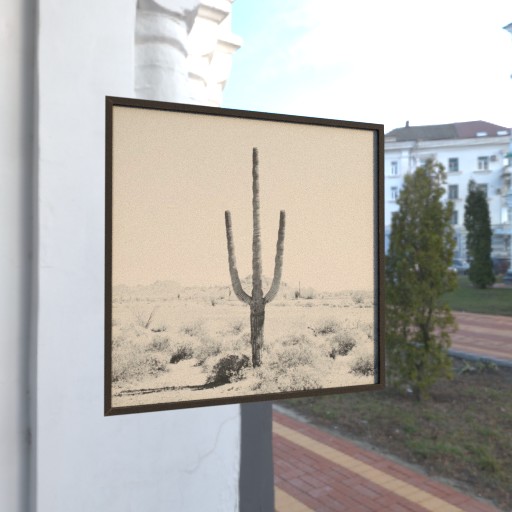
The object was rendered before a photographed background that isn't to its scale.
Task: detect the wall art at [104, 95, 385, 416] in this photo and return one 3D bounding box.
[{"bbox_3d":[0.000,0.000,1.180,0.762,0.762,0.038,0,-1,-17],"label":"wall art"}]
